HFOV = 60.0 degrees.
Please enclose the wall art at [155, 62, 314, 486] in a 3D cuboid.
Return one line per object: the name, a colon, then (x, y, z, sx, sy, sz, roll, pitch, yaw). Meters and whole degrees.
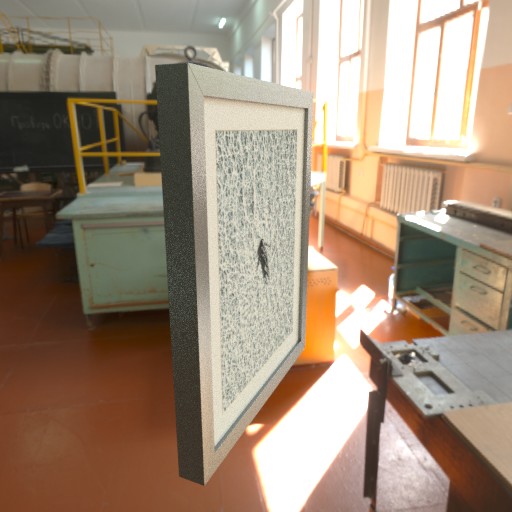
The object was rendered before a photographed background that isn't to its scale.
wall art: (0.000, 0.000, 0.517, 0.030, 0.379, 0.308, 7, 18, 23)
